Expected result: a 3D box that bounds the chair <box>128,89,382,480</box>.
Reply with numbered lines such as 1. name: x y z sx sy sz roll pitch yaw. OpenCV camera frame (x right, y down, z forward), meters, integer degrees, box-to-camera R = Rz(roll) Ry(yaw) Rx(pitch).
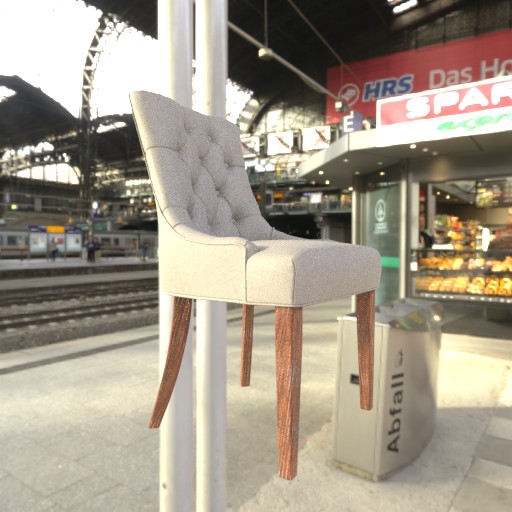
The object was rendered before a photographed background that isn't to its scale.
1. chair: 0.000 0.000 1.195 0.565 0.874 0.509 1 2 34
